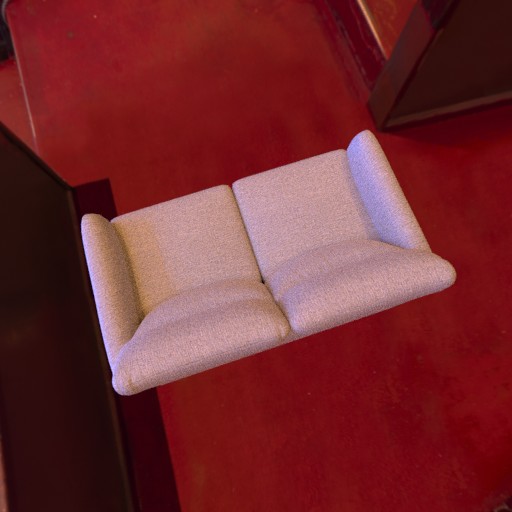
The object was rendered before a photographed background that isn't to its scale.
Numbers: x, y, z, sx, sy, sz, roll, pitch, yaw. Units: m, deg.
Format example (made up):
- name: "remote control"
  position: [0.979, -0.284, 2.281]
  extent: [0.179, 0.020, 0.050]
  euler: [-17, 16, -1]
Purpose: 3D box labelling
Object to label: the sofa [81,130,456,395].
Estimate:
- name: "sofa"
  position: [0.000, 0.000, 2.156]
  extent: [1.540, 0.950, 0.905]
  euler: [-18, 76, -4]
